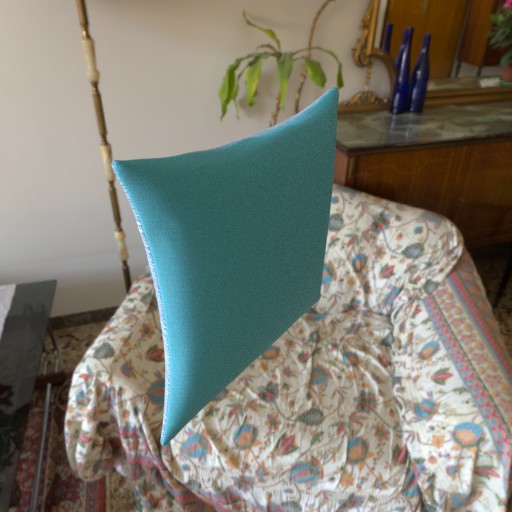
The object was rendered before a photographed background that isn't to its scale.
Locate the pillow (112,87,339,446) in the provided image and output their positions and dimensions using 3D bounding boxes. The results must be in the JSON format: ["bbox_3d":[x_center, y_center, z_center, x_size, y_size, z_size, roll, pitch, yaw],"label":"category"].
[{"bbox_3d":[0.000,0.000,0.786,0.150,0.497,0.514,22,37,31],"label":"pillow"}]
